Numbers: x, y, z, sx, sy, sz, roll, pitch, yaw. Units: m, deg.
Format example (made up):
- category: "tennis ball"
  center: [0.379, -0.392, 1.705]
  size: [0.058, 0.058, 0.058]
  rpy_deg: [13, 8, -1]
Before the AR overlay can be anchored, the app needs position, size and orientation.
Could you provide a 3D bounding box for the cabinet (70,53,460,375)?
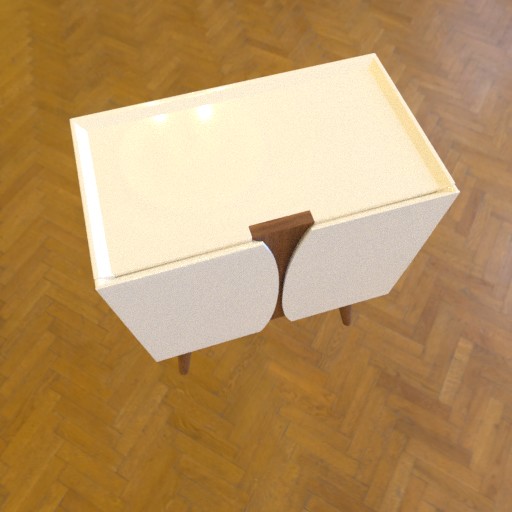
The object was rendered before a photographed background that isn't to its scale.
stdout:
- category: "cabinet"
  center: [0.000, 0.000, 1.097]
  size: [0.591, 0.772, 0.344]
  rpy_deg: [-15, 64, -8]
